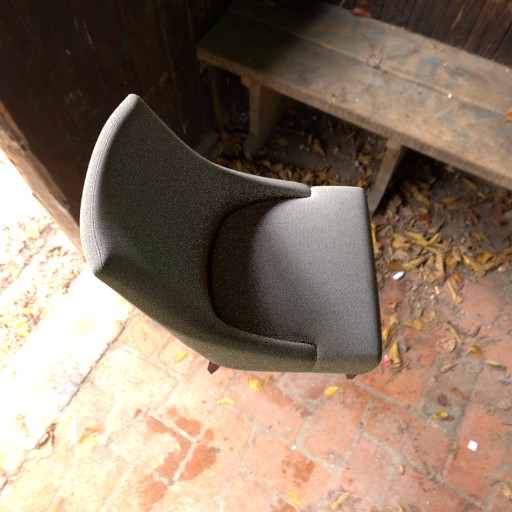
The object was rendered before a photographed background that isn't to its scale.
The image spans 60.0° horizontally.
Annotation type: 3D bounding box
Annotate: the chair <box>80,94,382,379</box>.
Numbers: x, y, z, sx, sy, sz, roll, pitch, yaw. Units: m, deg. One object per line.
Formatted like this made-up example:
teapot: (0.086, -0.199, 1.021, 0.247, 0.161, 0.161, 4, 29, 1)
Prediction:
chair: (0.000, 0.000, 1.504, 0.861, 0.909, 0.701, 1, 64, 1)
